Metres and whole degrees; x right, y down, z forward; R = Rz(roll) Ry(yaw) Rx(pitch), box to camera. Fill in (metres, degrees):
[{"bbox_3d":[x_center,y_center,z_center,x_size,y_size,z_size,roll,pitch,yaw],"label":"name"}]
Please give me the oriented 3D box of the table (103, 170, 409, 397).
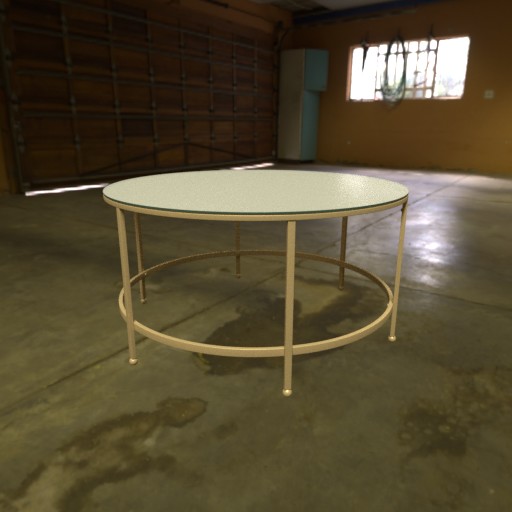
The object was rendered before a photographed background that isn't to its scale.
[{"bbox_3d":[0.000,0.000,1.461,0.914,0.470,0.914,0,17,0],"label":"table"}]
